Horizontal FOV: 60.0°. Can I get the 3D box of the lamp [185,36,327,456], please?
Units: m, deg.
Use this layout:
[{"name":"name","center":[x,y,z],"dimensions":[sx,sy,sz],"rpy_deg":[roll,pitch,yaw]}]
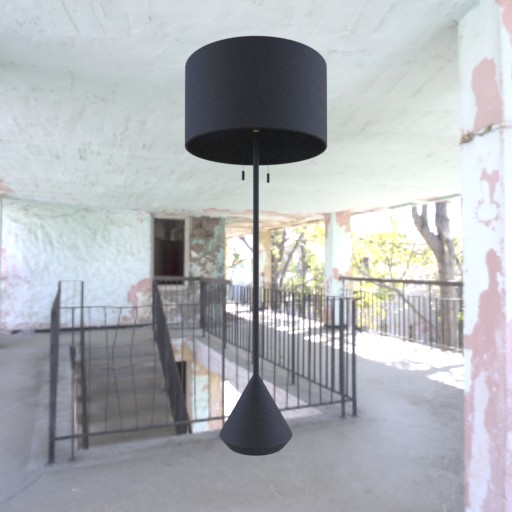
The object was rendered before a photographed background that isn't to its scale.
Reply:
[{"name":"lamp","center":[0.000,0.000,1.816],"dimensions":[0.580,1.526,0.580],"rpy_deg":[0,-1,-2]}]
